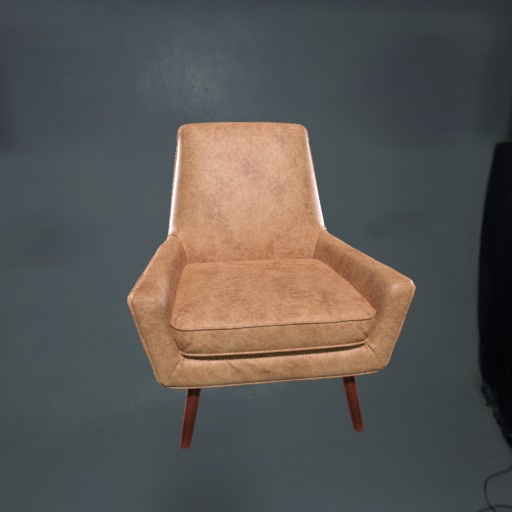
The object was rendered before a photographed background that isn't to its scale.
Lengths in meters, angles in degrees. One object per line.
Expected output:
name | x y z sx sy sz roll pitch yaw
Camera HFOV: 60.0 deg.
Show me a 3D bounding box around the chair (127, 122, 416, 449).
chair | 0.000 0.000 1.522 0.753 0.883 0.851 -2 17 -8
